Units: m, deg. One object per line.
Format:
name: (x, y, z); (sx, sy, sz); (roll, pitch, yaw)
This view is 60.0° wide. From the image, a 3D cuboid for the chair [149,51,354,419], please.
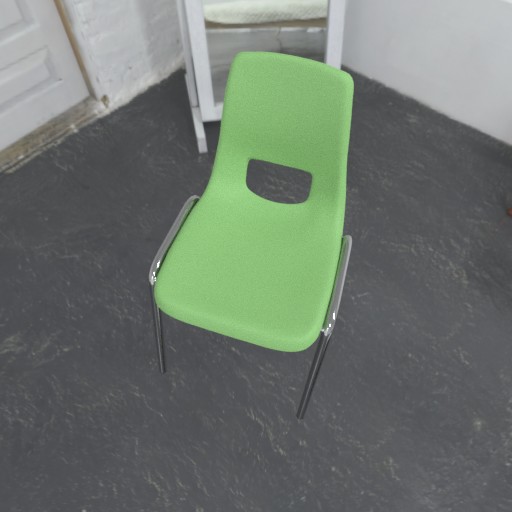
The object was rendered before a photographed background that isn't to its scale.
chair: (0.000, 0.000, 0.927); (0.381, 0.653, 0.436); (15, 60, 9)
